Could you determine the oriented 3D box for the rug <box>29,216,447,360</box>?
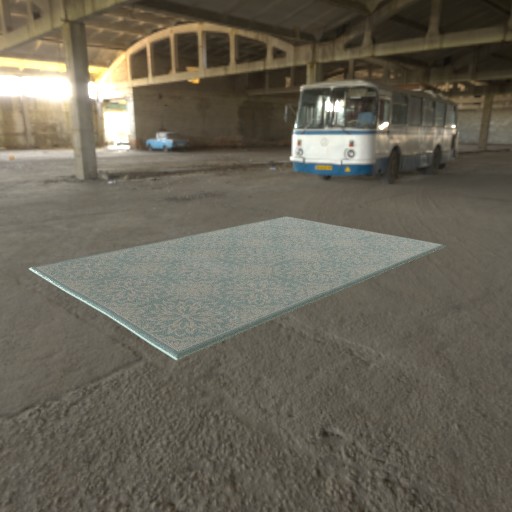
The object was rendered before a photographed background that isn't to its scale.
[{"bbox_3d":[0.000,0.000,2.313,1.840,0.012,1.219,-15,22,-42],"label":"rug"}]
